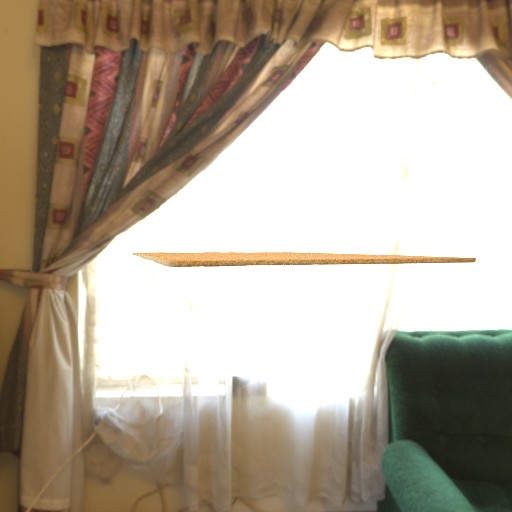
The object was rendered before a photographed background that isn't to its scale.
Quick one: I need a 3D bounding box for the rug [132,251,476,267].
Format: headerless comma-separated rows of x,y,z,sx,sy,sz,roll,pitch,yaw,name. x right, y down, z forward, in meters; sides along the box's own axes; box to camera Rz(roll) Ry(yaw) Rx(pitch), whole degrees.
0.000,0.000,3.013,1.500,0.025,2.349,0,1,-19,rug
